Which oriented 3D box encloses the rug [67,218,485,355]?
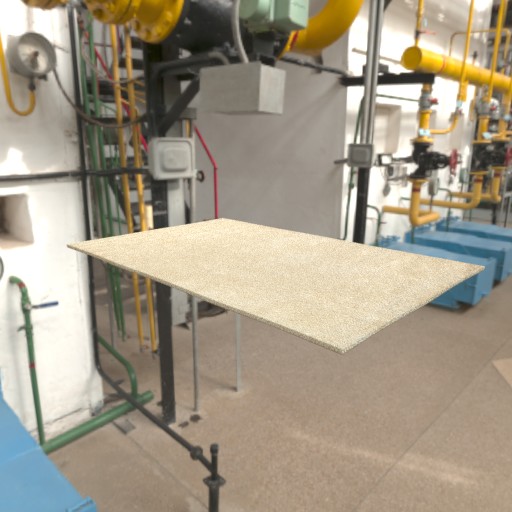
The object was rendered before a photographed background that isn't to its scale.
[{"bbox_3d":[0.000,0.000,2.915,2.346,0.025,1.500,14,21,43],"label":"rug"}]
